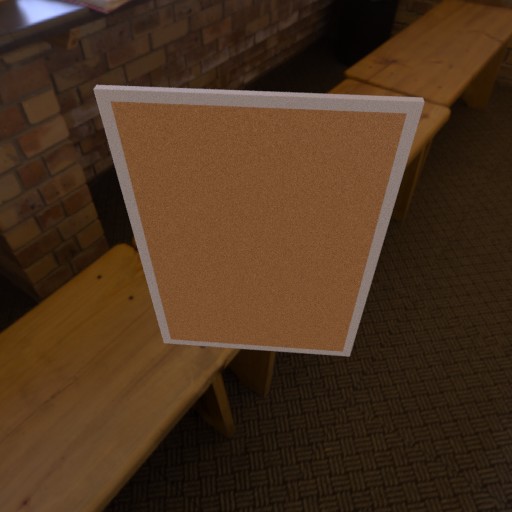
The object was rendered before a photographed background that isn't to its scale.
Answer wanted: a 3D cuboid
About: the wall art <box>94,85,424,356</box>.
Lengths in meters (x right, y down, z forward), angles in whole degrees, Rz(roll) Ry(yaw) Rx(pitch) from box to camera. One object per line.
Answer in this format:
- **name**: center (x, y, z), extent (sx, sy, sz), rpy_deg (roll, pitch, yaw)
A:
- **wall art**: center (0.000, 0.000, 0.852), extent (0.456, 0.656, 0.013), rpy_deg (3, 47, 3)
